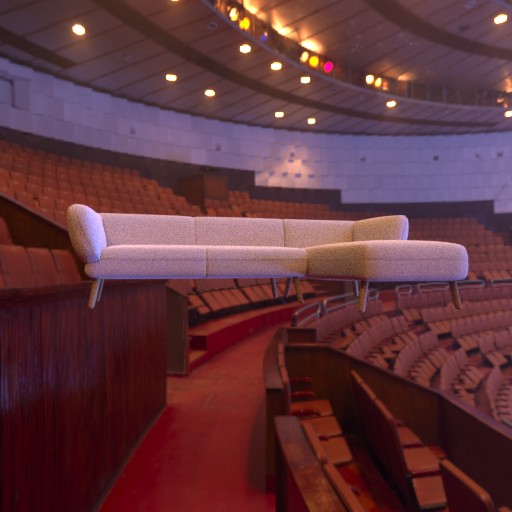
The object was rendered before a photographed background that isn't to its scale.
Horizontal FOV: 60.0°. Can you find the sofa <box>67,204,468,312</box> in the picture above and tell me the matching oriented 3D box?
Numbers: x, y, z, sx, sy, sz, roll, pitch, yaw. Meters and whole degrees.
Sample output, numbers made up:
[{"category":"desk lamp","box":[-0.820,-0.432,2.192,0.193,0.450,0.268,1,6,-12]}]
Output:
[{"category":"sofa","box":[0.000,0.000,3.317,2.660,0.730,1.610,0,-1,-16]}]
